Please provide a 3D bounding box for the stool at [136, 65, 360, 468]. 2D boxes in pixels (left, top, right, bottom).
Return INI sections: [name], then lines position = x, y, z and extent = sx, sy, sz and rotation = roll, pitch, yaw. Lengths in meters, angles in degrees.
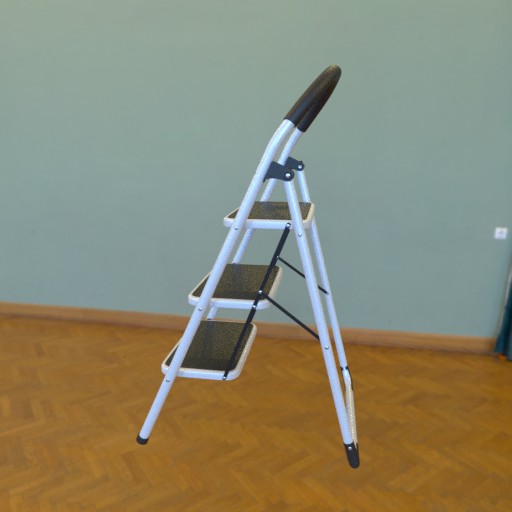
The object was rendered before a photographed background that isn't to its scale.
[stool]
position = 0.000, 0.000, 1.406
extent = 0.676, 1.109, 0.485
rotation = 2, 14, 9
